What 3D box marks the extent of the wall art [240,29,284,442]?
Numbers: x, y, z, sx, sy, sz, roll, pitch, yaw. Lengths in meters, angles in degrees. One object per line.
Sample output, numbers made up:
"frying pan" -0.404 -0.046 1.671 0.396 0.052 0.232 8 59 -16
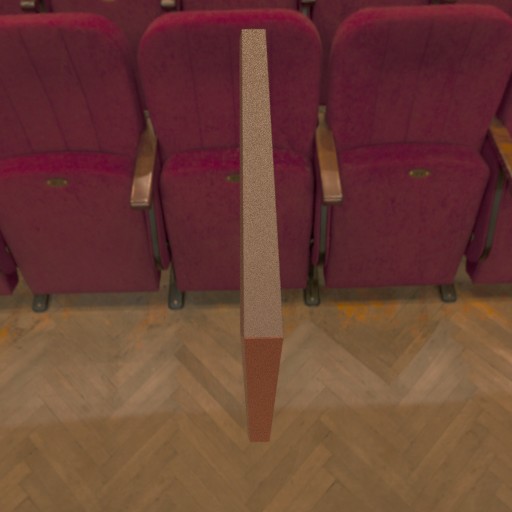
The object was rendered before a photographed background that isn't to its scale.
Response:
"wall art" 0.000 0.000 0.522 0.028 0.349 0.349 -1 57 -1
